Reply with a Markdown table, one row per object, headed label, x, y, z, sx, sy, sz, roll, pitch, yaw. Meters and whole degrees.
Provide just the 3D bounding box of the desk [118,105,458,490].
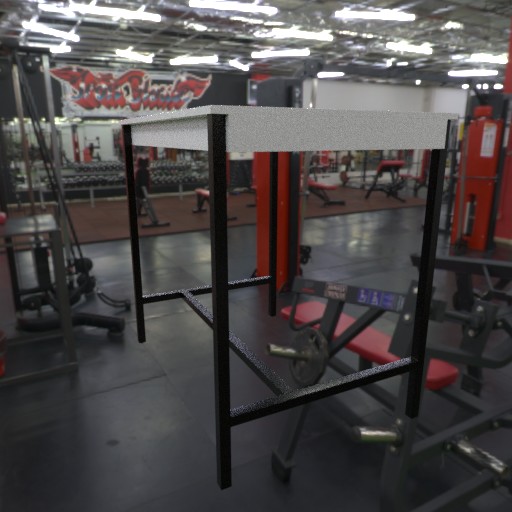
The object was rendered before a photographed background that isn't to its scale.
| label | x | y | z | sx | sy | sz | roll | pitch | yaw |
| --- | --- | --- | --- | --- | --- | --- | --- | --- | --- |
| desk | 0.000 | 0.000 | 1.285 | 0.573 | 0.766 | 0.811 | -7 | 17 | -26 |
